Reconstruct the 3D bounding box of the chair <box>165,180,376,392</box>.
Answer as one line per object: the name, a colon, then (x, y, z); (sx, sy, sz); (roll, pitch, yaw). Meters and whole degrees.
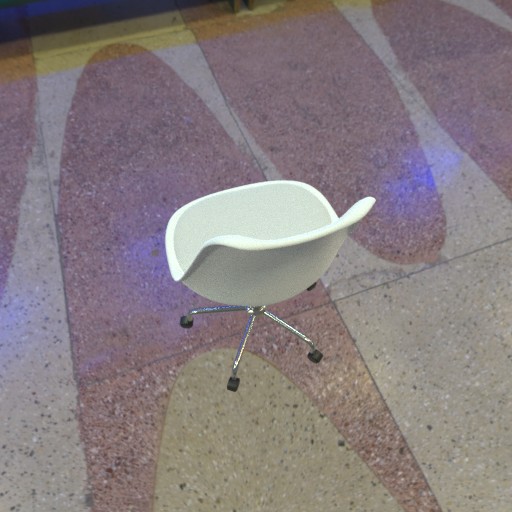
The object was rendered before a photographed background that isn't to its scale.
chair: (0.000, 0.000, 1.280); (0.550, 0.930, 0.550); (-15, 59, -10)
